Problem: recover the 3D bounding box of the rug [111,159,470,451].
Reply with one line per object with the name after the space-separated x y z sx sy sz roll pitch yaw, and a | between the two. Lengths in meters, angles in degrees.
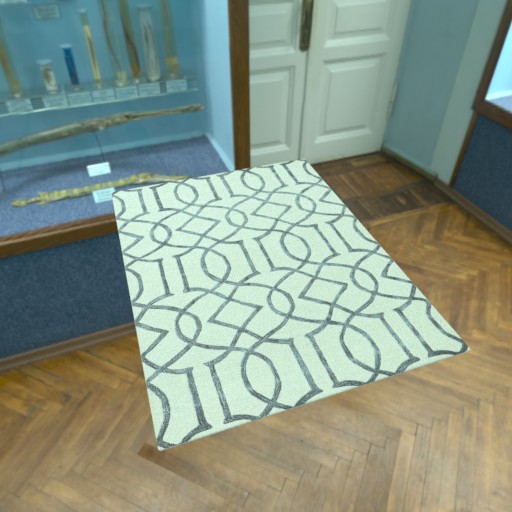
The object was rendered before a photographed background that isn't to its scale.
0.000 0.000 3.892 2.211 0.021 2.910 -13 43 -14 | rug
